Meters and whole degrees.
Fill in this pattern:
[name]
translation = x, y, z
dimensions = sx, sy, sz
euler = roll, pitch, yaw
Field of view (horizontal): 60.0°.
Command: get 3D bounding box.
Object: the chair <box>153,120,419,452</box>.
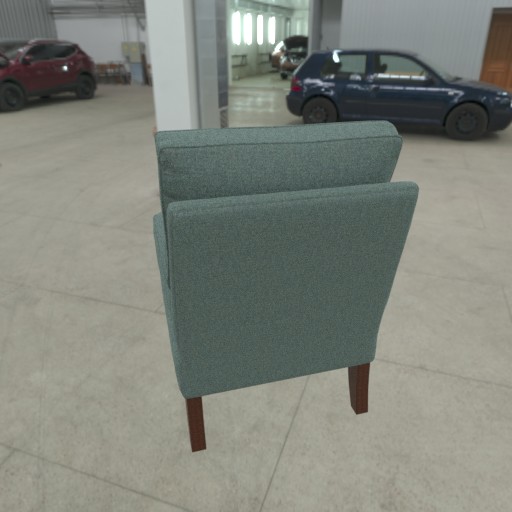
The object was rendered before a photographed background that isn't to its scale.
[chair]
translation = 0.000, 0.000, 1.449
dimensions = 0.624, 0.901, 0.796
euler = -7, 27, -14
